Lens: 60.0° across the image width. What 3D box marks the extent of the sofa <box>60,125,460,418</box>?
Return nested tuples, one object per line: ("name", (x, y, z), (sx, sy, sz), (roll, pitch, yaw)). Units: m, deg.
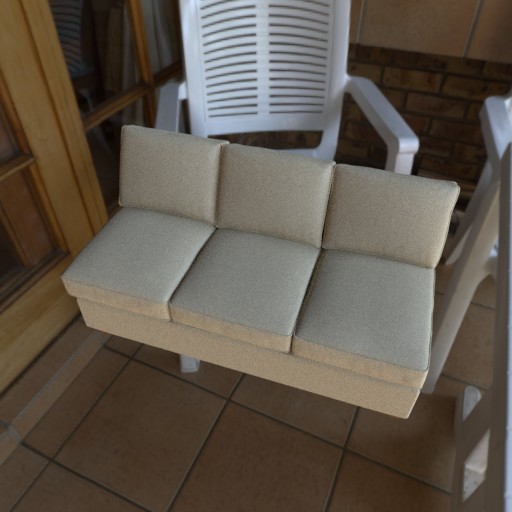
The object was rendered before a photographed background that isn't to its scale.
("sofa", (0.000, 0.000, 2.520), (1.962, 0.973, 1.027), (13, 44, 14))
